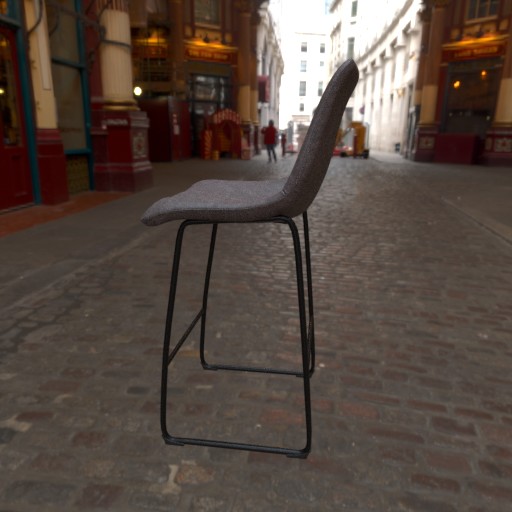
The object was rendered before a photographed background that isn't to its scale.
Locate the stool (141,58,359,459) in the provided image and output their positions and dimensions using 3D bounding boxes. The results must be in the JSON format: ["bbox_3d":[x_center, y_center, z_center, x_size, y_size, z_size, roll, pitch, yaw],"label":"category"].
[{"bbox_3d":[0.000,0.000,1.381,0.561,1.082,0.514,2,16,8],"label":"stool"}]
